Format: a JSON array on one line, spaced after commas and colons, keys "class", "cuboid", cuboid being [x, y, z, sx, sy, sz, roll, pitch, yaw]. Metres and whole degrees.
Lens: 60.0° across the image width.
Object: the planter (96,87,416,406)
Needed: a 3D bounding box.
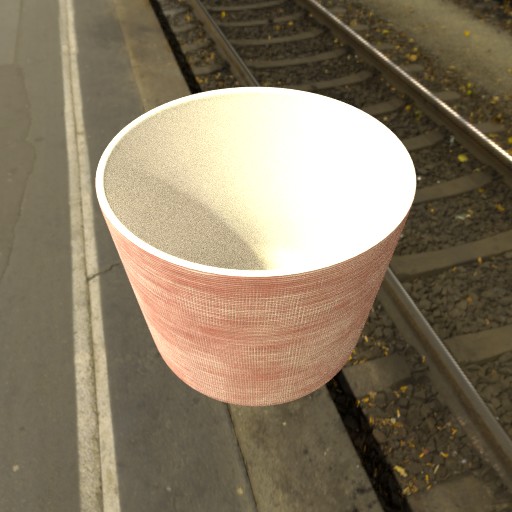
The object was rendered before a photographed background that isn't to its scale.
[{"class": "planter", "cuboid": [0.000, 0.000, 0.769, 0.440, 0.398, 0.440, 0, 46, 0]}]
